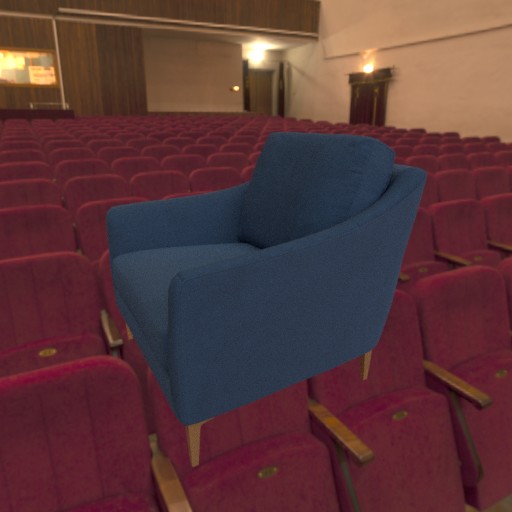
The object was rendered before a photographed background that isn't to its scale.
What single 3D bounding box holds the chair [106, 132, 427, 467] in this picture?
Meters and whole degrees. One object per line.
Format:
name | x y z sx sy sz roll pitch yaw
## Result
chair | 0.000 0.000 1.694 0.961 0.899 0.987 -9 19 -26
